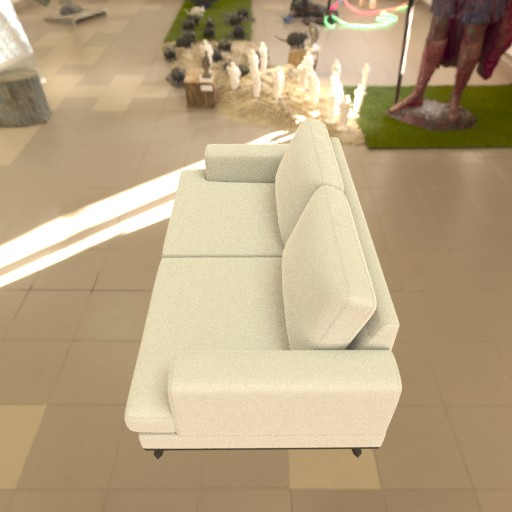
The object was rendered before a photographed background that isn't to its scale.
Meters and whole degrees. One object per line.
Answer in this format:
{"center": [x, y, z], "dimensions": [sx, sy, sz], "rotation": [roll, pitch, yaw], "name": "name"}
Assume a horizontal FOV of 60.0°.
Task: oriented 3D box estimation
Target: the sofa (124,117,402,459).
{"center": [0.000, 0.000, 2.098], "dimensions": [0.920, 0.810, 1.650], "rotation": [0, 41, 0], "name": "sofa"}
